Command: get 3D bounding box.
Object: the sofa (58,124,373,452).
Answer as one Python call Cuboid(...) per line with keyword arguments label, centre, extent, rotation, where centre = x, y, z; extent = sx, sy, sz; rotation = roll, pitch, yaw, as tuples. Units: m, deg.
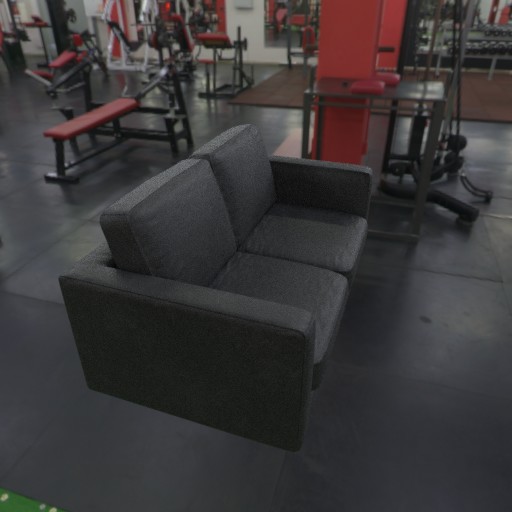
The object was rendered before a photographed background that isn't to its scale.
Cuboid(label="sofa", centre=(0.000, 0.000, 2.023), extent=(0.879, 0.899, 1.430), rotation=(11, 32, 17))
